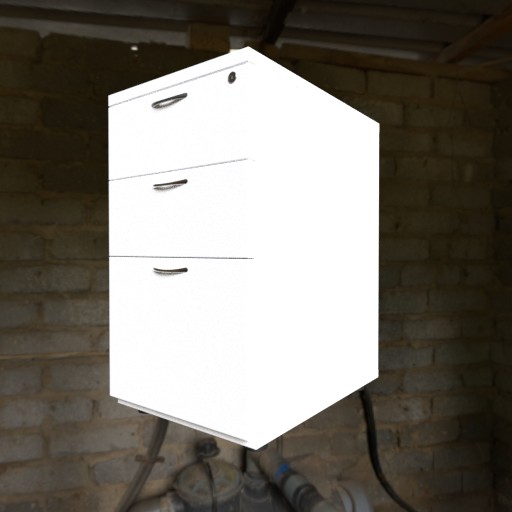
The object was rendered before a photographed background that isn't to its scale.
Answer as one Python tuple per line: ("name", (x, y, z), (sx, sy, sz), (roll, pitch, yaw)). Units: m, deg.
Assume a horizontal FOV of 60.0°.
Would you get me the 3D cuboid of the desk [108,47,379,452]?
("desk", (0.000, 0.000, 1.118), (0.404, 0.730, 0.600), (1, 1, 37))
